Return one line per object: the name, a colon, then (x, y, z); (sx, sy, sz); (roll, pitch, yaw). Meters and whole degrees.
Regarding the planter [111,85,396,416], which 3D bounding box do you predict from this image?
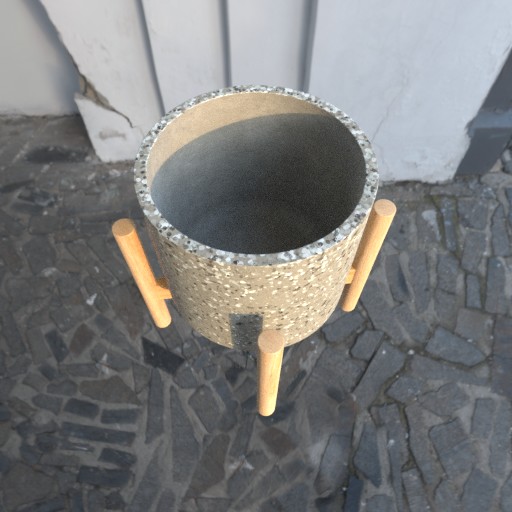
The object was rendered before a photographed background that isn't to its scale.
planter: (0.000, 0.000, 0.540); (0.284, 0.320, 0.284); (15, 59, 9)
